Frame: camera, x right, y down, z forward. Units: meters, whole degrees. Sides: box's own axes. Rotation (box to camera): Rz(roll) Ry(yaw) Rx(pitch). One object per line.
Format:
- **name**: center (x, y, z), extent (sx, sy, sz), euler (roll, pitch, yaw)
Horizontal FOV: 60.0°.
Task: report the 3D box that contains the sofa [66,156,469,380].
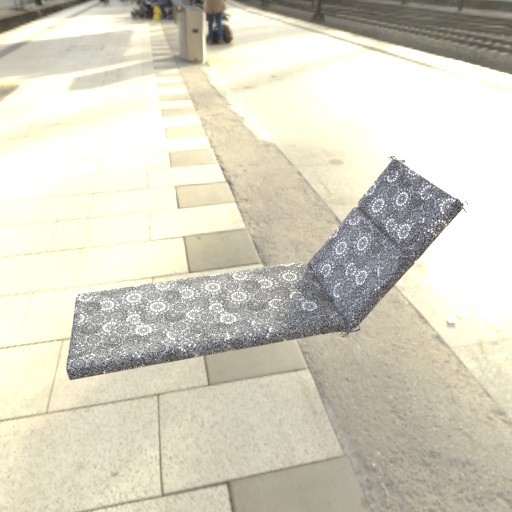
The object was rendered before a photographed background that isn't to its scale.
- **sofa**: center (0.000, 0.000, 1.971), extent (1.663, 0.622, 0.582), euler (-8, 33, -12)
